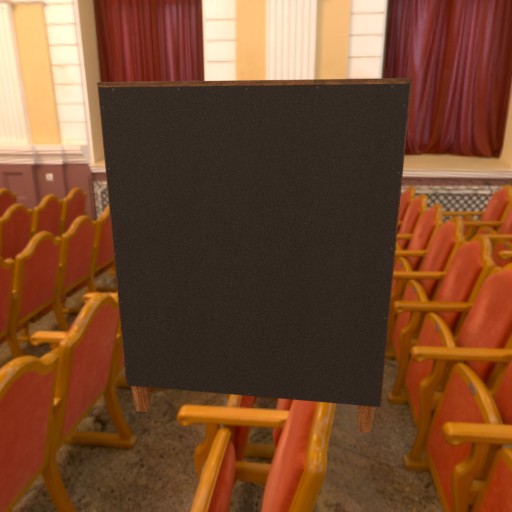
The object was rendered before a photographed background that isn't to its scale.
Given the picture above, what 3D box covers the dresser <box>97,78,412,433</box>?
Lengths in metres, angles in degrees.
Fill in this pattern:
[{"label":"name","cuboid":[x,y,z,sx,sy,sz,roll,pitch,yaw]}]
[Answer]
[{"label":"dresser","cuboid":[0.000,0.000,1.887,1.067,1.359,0.438,2,17,8]}]
